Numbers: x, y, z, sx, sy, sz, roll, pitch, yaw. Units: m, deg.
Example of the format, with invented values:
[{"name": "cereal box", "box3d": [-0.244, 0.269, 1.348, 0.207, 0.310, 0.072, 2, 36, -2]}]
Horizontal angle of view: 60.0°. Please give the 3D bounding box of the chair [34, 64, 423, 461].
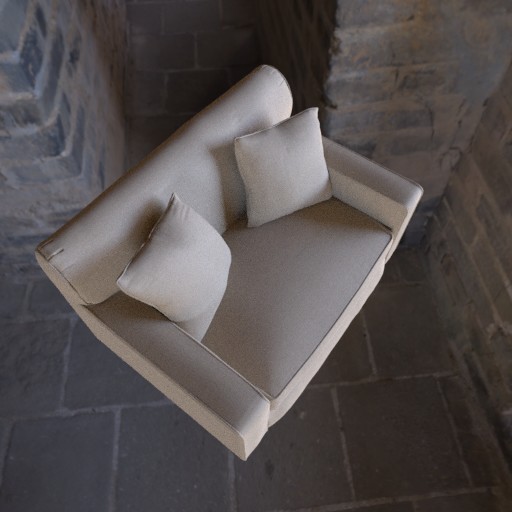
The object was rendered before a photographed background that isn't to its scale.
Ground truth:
[{"name": "chair", "box3d": [0.000, 0.000, 2.047, 1.000, 0.948, 1.383, 33, 63, 19]}]
